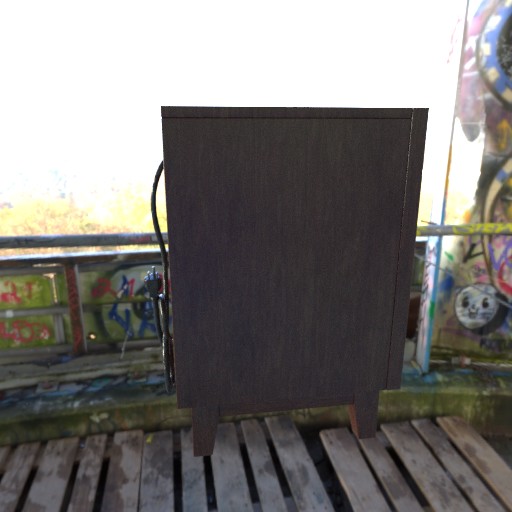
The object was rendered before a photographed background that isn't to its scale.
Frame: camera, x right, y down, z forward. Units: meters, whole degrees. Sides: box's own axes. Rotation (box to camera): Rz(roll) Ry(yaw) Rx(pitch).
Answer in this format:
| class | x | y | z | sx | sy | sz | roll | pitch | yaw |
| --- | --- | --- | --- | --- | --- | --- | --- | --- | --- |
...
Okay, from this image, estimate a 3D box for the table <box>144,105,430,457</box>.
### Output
| class | x | y | z | sx | sy | sz | roll | pitch | yaw |
| --- | --- | --- | --- | --- | --- | --- | --- | --- | --- |
| table | 0.000 | 0.000 | 0.989 | 0.449 | 0.609 | 0.557 | -2 | 16 | -8 |
